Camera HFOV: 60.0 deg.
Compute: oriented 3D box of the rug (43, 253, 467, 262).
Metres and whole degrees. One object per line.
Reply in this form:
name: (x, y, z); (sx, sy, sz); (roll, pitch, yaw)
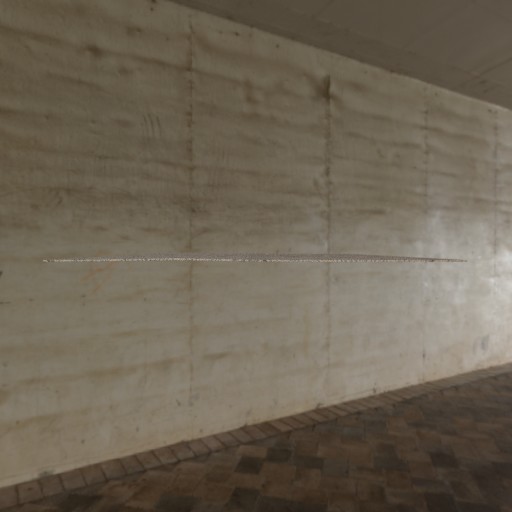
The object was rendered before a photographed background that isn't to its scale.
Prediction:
rug: (0.000, 0.000, 4.051); (2.430, 0.030, 3.054); (0, 1, 0)
